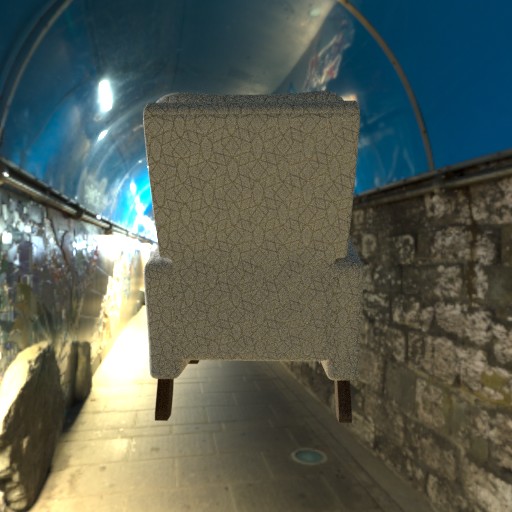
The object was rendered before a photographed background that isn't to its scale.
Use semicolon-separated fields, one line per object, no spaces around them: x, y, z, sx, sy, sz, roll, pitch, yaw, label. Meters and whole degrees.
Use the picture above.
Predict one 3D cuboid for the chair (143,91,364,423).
0.000;0.000;1.776;0.796;1.064;0.995;0;0;2;chair
